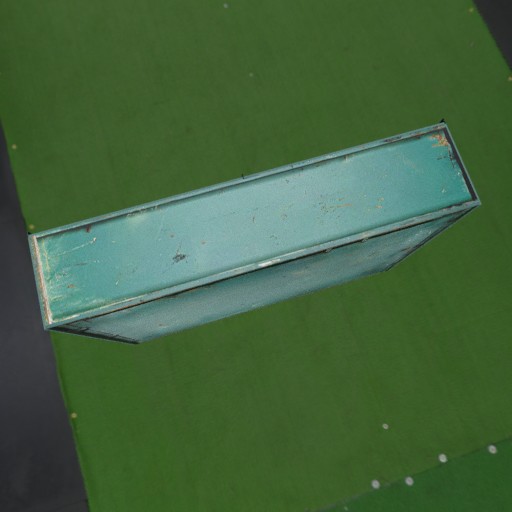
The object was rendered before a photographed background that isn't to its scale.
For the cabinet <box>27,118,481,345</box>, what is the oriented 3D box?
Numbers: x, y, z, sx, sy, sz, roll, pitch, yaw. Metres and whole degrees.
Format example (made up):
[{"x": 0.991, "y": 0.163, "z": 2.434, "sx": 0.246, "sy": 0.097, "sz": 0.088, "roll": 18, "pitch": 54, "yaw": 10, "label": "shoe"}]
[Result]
[{"x": 0.000, "y": 0.000, "z": 4.041, "sx": 3.001, "sy": 2.160, "sz": 0.680, "roll": -16, "pitch": 77, "yaw": -4, "label": "cabinet"}]
